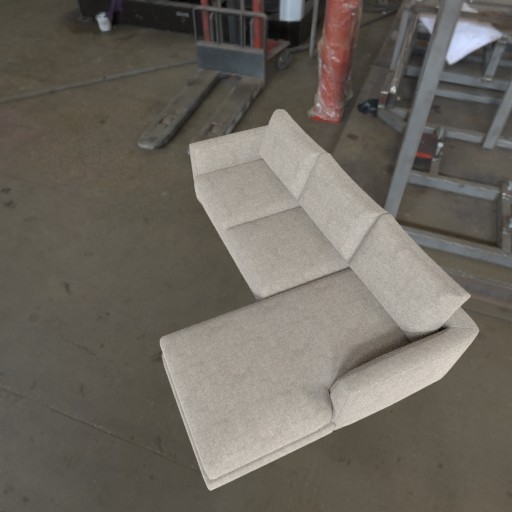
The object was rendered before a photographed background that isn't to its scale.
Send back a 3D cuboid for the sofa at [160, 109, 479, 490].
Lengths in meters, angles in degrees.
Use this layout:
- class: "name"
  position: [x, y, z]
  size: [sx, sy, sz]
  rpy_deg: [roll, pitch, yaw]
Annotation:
- class: "sofa"
  position: [0.000, 0.000, 3.058]
  size: [1.626, 0.864, 2.438]
  rpy_deg: [-18, 49, -17]
